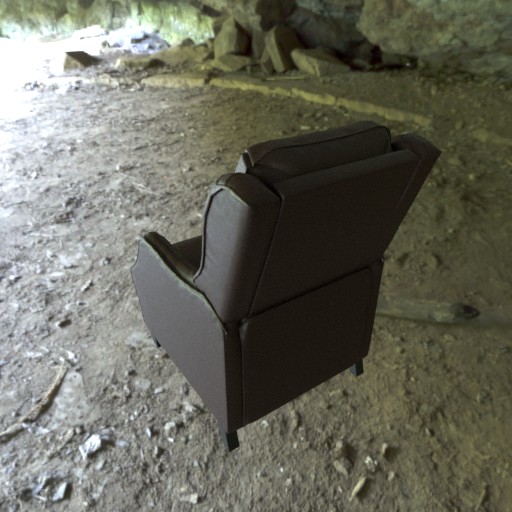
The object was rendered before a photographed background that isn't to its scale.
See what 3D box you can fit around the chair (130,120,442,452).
[{"bbox_3d":[0.000,0.000,1.782,0.770,1.132,0.982,-19,35,-30],"label":"chair"}]
